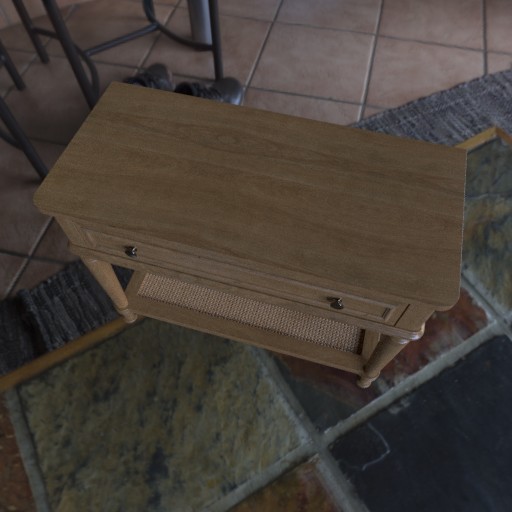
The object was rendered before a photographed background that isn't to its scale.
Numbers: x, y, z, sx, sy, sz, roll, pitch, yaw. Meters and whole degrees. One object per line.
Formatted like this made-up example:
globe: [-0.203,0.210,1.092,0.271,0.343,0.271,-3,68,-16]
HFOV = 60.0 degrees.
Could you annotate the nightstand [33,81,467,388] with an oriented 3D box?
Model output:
nightstand: [0.000,0.000,1.304,0.914,0.700,0.432,14,60,8]
